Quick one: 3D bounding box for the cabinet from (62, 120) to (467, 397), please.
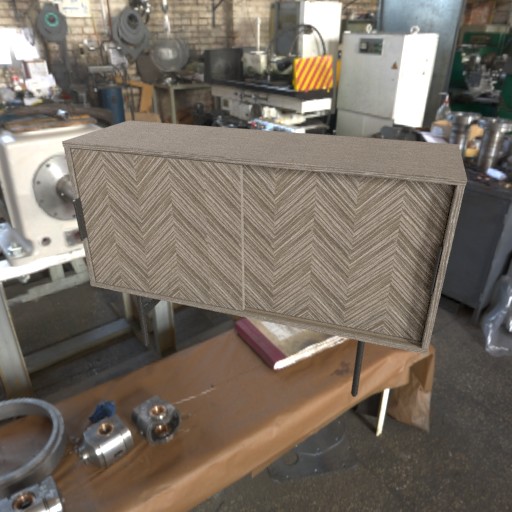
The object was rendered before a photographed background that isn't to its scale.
[{"bbox_3d":[0.000,0.000,1.563,1.194,0.787,0.405,9,29,17],"label":"cabinet"}]
